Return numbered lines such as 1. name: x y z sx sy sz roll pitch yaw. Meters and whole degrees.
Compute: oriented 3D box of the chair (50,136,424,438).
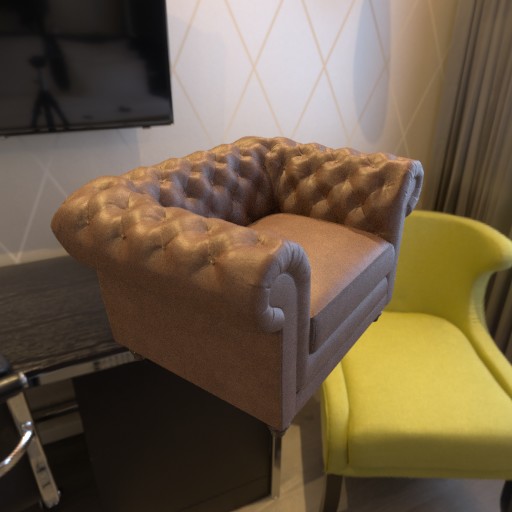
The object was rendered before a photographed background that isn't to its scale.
1. chair: 0.000 0.000 1.858 0.954 0.784 1.298 17 31 31
